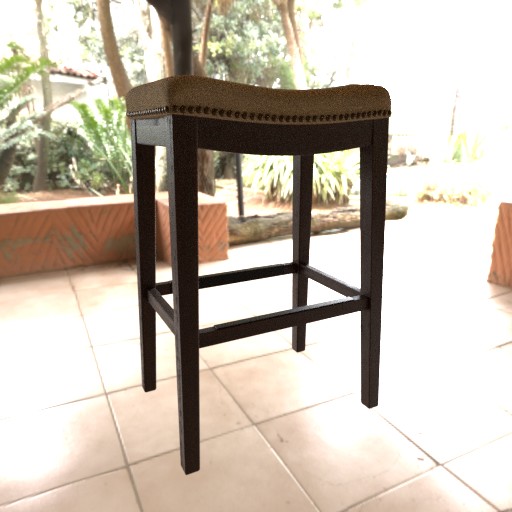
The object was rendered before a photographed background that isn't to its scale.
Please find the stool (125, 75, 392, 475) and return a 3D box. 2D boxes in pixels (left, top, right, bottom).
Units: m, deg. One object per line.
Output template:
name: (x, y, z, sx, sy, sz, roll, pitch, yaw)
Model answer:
stool: (0.000, 0.000, 1.056, 0.509, 0.768, 0.363, -8, 18, -26)
